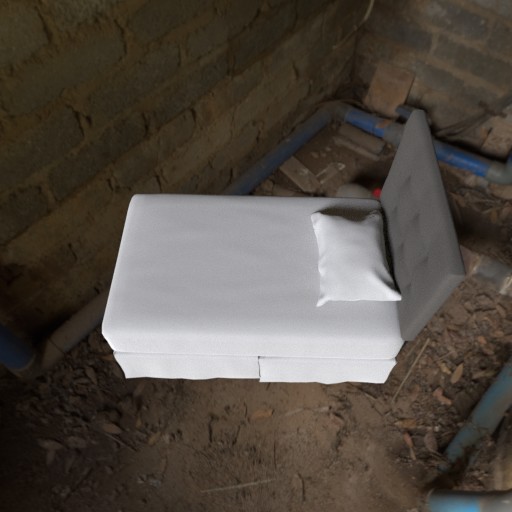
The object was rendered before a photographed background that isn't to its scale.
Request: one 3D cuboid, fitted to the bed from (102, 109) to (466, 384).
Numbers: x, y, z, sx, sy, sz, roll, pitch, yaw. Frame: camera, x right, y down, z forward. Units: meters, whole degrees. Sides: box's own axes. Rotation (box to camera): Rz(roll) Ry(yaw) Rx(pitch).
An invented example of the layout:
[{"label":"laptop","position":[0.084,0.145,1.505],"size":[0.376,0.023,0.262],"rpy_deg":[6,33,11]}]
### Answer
[{"label":"bed","position":[0.000,0.000,2.991],"size":[1.997,1.571,1.261],"rpy_deg":[1,58,1]}]
